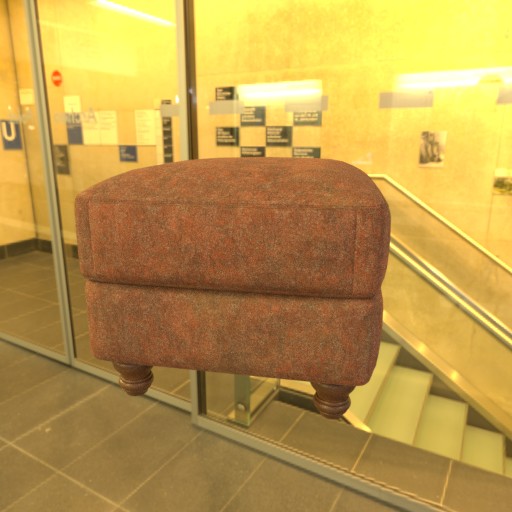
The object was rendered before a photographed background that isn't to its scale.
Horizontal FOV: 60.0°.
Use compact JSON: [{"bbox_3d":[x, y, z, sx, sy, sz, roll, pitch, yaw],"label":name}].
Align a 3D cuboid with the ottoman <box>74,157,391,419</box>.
[{"bbox_3d":[0.000,0.000,1.178,0.635,0.508,0.787,3,15,11],"label":"ottoman"}]
